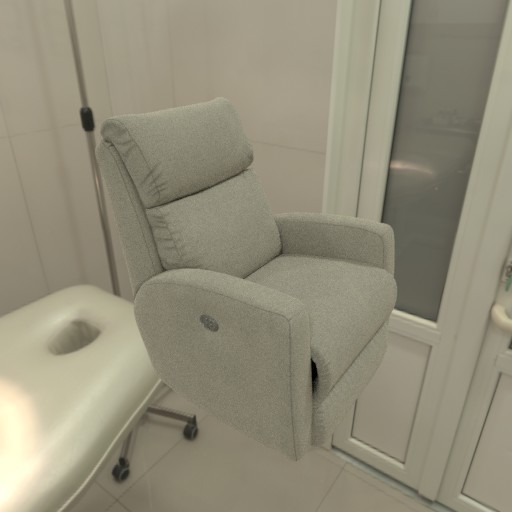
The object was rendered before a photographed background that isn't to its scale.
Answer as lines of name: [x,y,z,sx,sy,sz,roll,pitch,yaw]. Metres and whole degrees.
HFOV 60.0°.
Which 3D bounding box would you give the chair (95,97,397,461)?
chair: [0.000,0.000,1.663,0.940,1.021,0.794,19,33,31]
